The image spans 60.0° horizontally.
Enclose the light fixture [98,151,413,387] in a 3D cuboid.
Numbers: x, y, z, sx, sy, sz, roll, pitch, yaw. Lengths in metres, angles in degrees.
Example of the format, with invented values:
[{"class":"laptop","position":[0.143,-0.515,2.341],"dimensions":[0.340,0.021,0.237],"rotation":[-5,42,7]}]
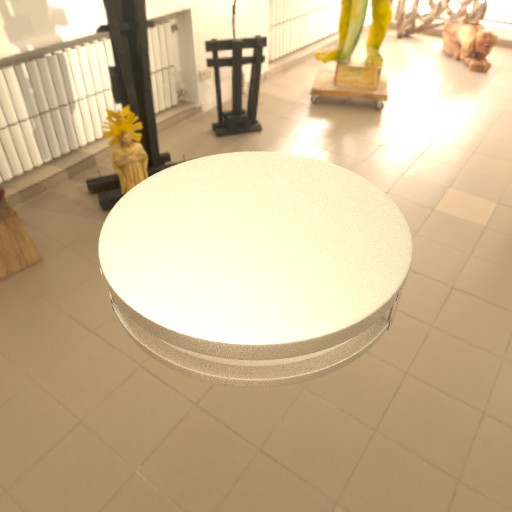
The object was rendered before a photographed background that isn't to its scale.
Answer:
[{"class":"light fixture","position":[0.000,0.000,0.548],"dimensions":[0.356,0.102,0.356],"rotation":[0,41,0]}]
